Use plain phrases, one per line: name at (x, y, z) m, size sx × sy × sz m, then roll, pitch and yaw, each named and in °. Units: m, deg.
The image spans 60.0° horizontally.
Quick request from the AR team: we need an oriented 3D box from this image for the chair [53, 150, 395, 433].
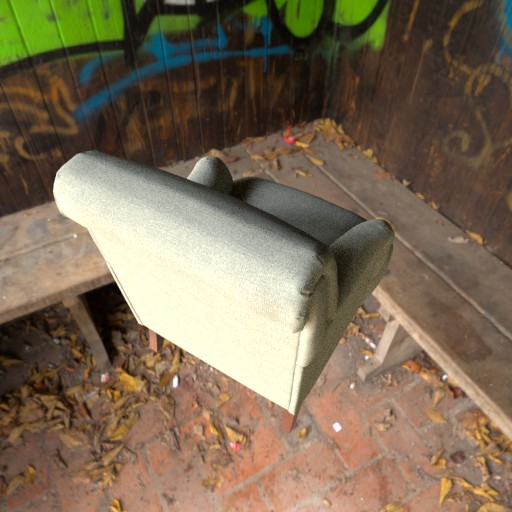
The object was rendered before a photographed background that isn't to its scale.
chair at (0.000, 0.000, 1.907) m, size 0.964 × 1.178 × 1.060 m, roll 25°, pitch 51°, yaw 22°
